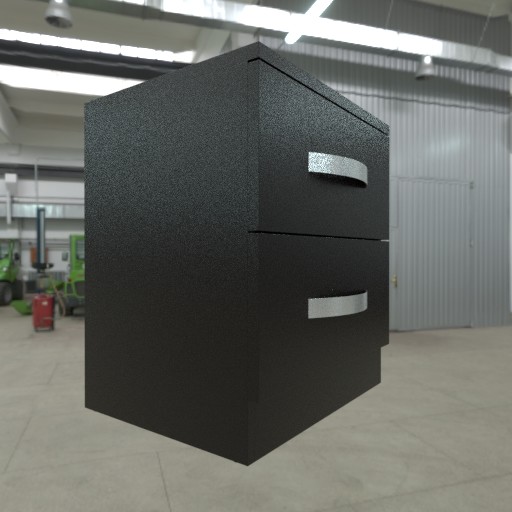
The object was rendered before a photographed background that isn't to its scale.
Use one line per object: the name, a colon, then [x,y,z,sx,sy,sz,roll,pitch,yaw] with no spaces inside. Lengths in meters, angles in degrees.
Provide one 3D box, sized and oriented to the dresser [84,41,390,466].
dresser: [0.000,0.000,0.735,0.360,0.470,0.400,0,0,37]
